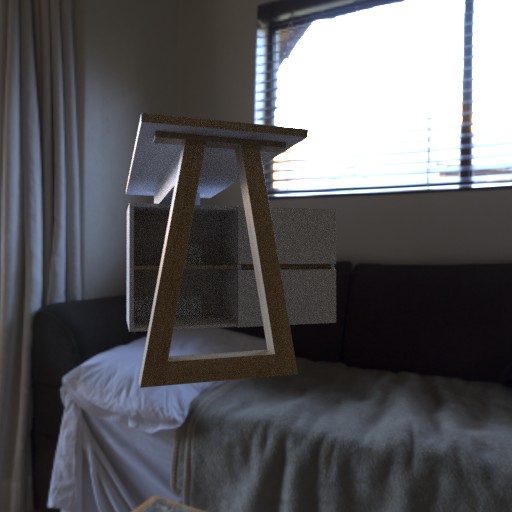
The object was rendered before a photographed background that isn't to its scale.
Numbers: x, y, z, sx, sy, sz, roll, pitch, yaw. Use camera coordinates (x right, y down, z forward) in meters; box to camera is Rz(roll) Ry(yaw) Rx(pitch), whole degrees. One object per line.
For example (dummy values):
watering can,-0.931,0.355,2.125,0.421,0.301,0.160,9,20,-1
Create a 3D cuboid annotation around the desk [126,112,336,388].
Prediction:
desk,0.000,0.000,2.017,1.098,0.755,1.404,0,0,-18
